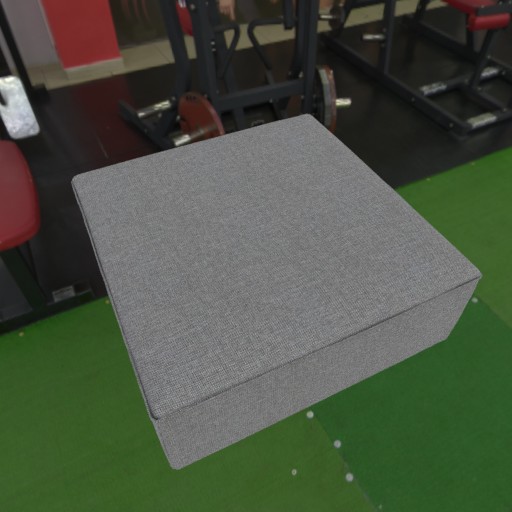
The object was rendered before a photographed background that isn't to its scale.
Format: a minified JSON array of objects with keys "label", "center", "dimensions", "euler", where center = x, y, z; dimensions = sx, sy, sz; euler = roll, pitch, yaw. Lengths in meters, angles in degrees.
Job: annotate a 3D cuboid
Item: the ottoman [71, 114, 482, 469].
[{"label":"ottoman","center":[0.000,0.000,1.564],"dimensions":[1.023,0.423,1.017],"euler":[-19,51,-17]}]
